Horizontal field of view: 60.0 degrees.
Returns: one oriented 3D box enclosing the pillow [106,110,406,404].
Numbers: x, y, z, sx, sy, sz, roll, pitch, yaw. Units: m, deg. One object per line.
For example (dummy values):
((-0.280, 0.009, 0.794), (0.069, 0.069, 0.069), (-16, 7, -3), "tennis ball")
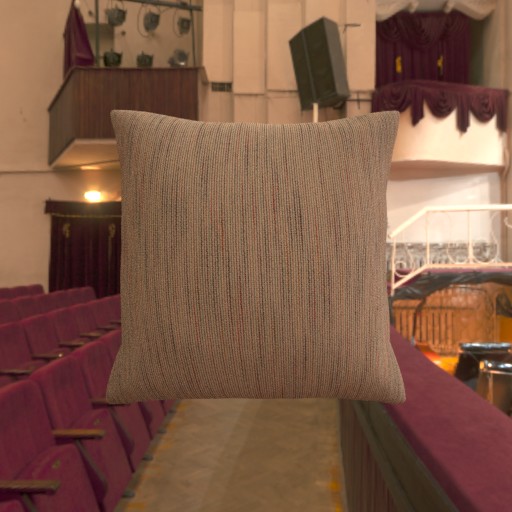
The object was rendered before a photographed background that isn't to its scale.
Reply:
((0.000, 0.000, 0.764), (0.512, 0.506, 0.178), (0, -1, 0), "pillow")
